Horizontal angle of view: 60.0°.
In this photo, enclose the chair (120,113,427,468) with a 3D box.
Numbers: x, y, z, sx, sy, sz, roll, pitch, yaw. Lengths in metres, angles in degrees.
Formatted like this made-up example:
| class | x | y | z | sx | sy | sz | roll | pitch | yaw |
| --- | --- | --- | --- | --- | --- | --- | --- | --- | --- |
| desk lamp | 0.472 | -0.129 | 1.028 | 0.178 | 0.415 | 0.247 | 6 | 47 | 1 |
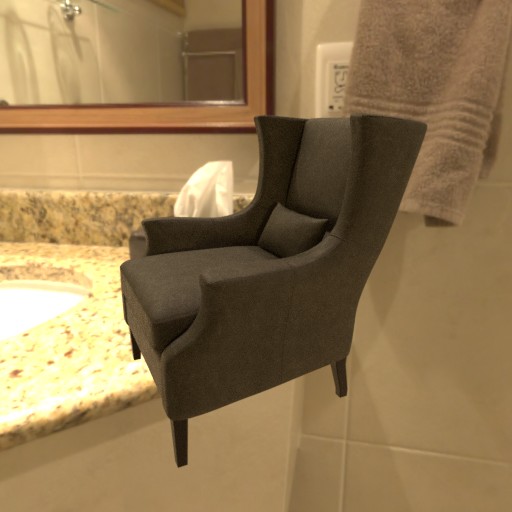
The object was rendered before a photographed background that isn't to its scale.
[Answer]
| class | x | y | z | sx | sy | sz | roll | pitch | yaw |
| --- | --- | --- | --- | --- | --- | --- | --- | --- | --- |
| chair | 0.000 | 0.000 | 1.665 | 0.926 | 1.016 | 0.853 | -8 | 19 | -24 |
